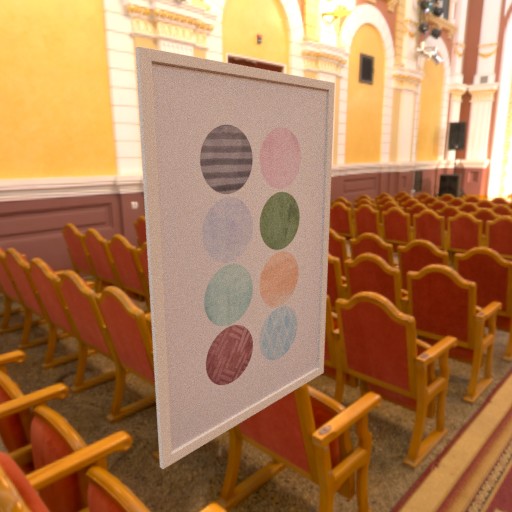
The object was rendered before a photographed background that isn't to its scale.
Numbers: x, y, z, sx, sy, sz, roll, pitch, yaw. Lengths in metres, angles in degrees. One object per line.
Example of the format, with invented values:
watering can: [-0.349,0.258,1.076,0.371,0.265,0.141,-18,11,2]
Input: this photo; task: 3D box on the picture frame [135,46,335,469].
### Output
picture frame: [0.000,0.000,1.191,0.013,0.940,0.659,13,18,42]
